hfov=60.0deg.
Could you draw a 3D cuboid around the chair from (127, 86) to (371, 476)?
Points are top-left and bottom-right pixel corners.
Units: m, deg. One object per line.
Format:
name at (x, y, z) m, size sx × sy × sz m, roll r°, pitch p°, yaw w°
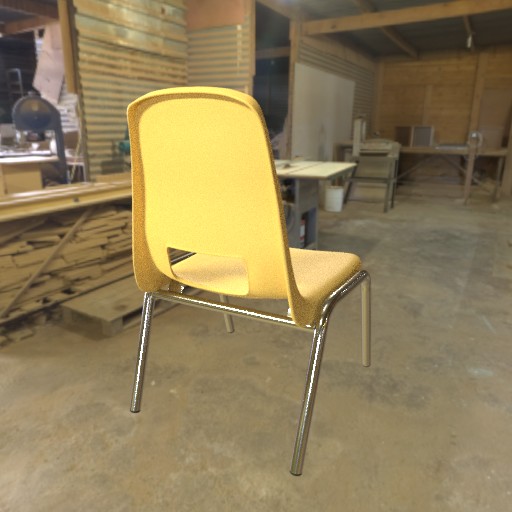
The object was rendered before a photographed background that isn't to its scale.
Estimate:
chair at (0.000, 0.000, 0.783) m, size 0.354 × 0.536 × 0.385 m, roll 9°, pitch 19°, yaw 27°
